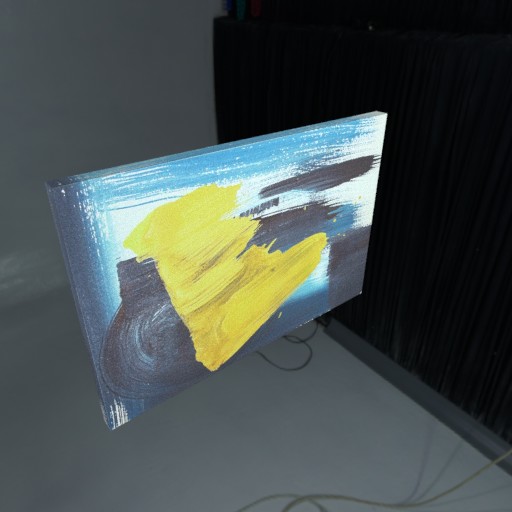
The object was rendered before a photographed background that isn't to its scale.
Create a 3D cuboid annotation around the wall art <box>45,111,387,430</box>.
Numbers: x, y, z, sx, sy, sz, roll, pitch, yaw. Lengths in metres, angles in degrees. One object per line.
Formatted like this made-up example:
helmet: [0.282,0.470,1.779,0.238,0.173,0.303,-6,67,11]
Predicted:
wall art: [0.000,0.000,1.159,0.914,0.610,0.039,-22,36,-33]
